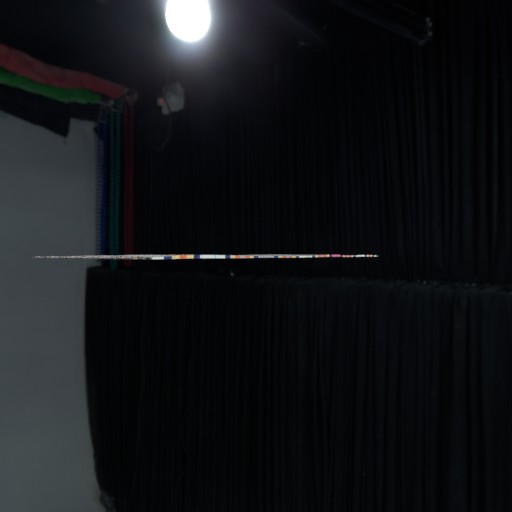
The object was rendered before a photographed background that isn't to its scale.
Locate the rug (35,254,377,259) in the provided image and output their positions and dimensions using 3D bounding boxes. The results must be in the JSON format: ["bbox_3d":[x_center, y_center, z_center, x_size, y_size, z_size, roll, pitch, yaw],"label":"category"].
[{"bbox_3d":[0.000,0.000,2.732,0.695,0.017,2.455,0,0,35],"label":"rug"}]
